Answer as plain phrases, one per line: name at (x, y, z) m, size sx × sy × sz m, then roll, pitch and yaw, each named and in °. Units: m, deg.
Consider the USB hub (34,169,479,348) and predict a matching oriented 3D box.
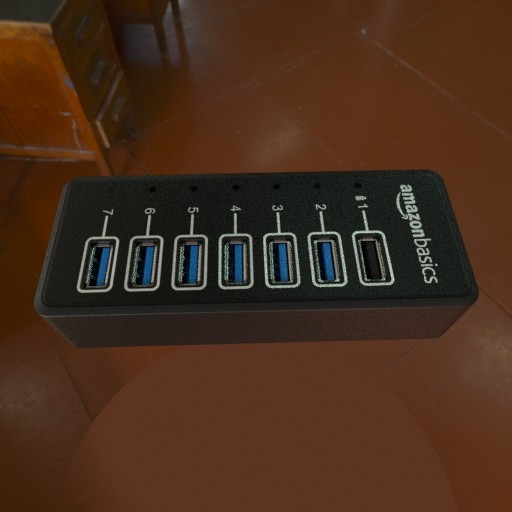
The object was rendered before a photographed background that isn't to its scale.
USB hub at (0.000, 0.000, 0.127) m, size 0.110 × 0.023 × 0.044 m, roll -1°, pitch 59°, yaw -1°
